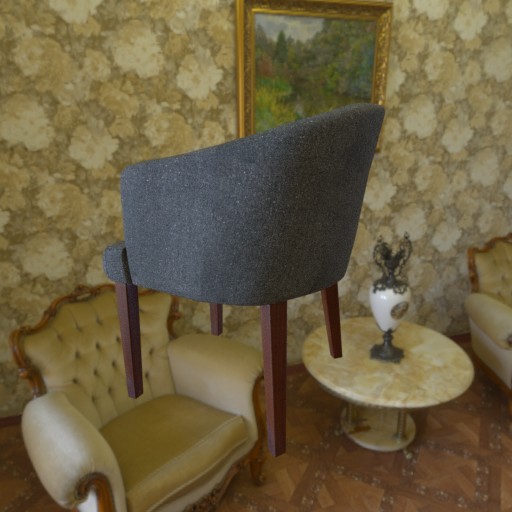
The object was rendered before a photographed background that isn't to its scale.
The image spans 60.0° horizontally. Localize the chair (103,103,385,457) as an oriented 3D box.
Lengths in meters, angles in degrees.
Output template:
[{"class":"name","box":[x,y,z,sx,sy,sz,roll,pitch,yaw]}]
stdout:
[{"class":"chair","box":[0.000,0.000,1.261,0.655,0.811,0.583,8,18,25]}]
